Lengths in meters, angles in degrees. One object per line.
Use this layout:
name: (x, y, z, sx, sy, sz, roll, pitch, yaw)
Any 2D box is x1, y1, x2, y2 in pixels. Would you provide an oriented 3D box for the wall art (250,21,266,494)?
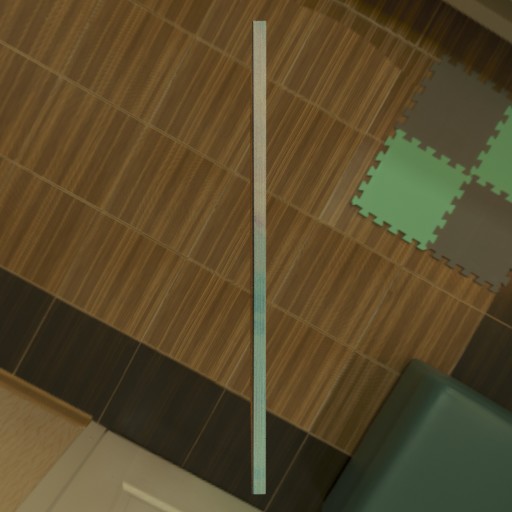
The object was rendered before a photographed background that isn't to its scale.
wall art: (0.000, 0.000, 0.765, 0.018, 0.402, 0.604, 0, 93, -1)
